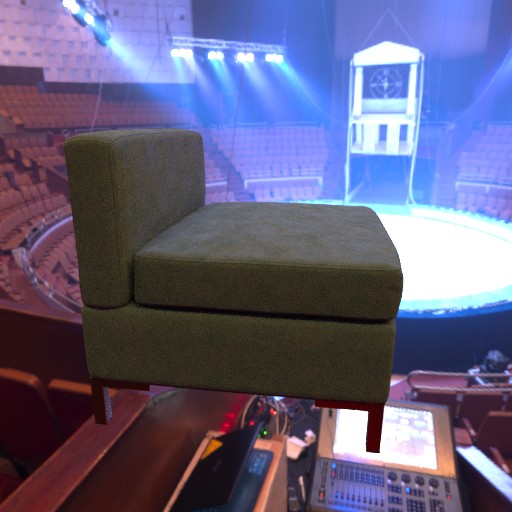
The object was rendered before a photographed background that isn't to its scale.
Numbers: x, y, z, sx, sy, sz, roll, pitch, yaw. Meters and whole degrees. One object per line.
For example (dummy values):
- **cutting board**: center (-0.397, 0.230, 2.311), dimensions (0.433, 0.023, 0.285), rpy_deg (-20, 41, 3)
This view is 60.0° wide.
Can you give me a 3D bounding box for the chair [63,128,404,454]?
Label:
- **chair**: center (0.000, 0.000, 1.199), dimensions (0.685, 0.660, 0.684), rpy_deg (3, 17, 9)
